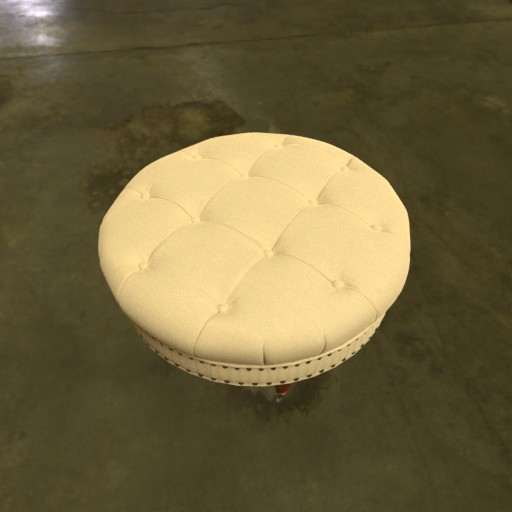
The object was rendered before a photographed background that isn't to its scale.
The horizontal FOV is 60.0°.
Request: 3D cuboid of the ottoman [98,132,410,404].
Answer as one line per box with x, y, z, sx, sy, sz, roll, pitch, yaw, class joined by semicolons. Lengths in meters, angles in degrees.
0.000;0.000;1.396;0.901;0.439;0.901;0;46;0;ottoman
